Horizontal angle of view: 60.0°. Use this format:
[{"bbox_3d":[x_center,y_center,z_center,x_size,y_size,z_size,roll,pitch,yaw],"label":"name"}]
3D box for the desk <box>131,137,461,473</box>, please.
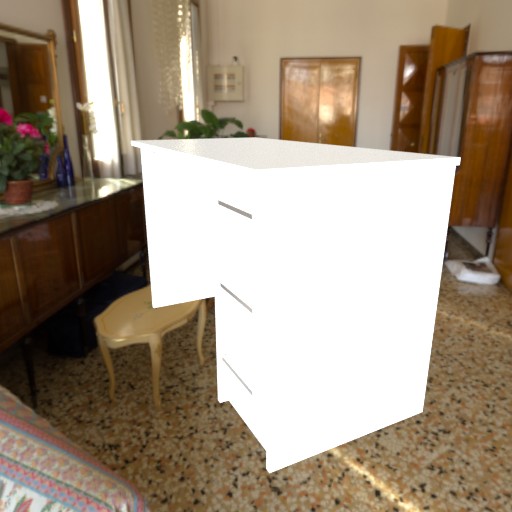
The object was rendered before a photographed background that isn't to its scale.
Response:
[{"bbox_3d":[0.000,0.000,1.535,0.560,0.735,1.097,-9,20,-26],"label":"desk"}]
